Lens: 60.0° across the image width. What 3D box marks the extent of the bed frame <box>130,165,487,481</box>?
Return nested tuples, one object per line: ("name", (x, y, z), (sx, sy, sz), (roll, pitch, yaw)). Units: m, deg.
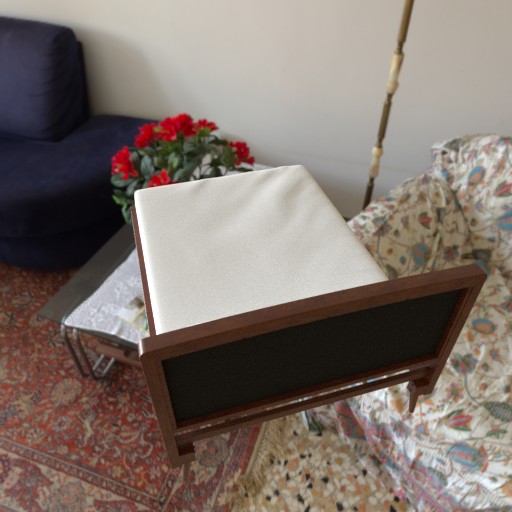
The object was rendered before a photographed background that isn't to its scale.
("bed frame", (0.000, 0.000, 3.045), (1.587, 1.279, 2.171), (-11, 43, -12))
